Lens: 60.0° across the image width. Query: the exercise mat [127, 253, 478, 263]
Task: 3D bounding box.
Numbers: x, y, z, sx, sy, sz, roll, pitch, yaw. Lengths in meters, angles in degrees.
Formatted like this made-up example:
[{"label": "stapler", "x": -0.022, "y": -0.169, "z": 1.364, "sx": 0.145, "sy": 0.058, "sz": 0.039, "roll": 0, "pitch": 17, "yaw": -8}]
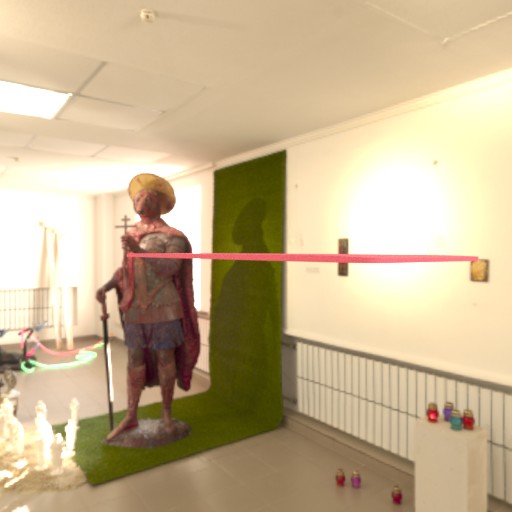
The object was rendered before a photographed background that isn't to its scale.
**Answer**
[{"label": "exercise mat", "x": 0.000, "y": 0.000, "z": 2.124, "sx": 0.616, "sy": 0.021, "sz": 1.884, "roll": 0, "pitch": 1, "yaw": -36}]
